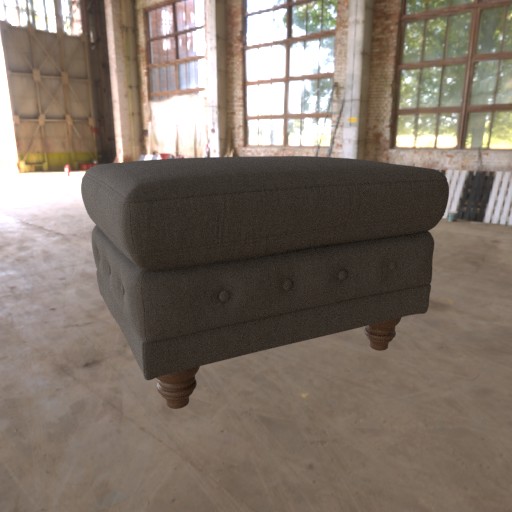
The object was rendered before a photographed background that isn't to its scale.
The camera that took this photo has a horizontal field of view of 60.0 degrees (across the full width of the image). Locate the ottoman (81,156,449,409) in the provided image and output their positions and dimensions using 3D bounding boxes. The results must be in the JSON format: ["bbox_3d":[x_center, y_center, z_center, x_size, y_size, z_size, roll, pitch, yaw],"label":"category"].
[{"bbox_3d":[0.000,0.000,1.153,0.771,0.500,0.569,-8,17,-27],"label":"ottoman"}]
